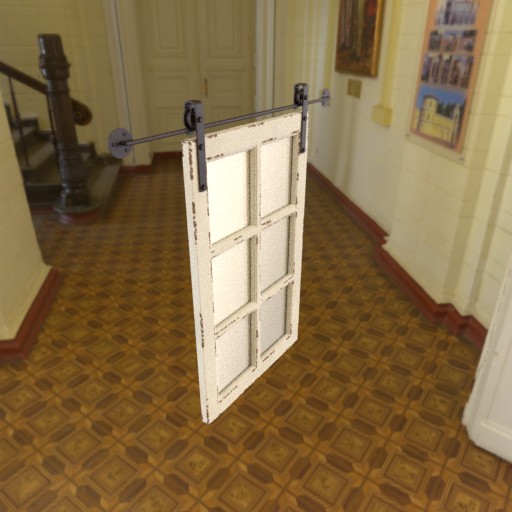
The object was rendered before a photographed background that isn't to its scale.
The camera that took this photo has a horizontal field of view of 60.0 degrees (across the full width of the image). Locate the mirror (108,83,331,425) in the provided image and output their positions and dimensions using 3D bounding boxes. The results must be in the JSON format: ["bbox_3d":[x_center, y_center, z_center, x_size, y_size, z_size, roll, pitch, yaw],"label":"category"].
[{"bbox_3d":[0.000,0.000,1.200,0.037,0.844,0.808,18,32,32],"label":"mirror"}]
